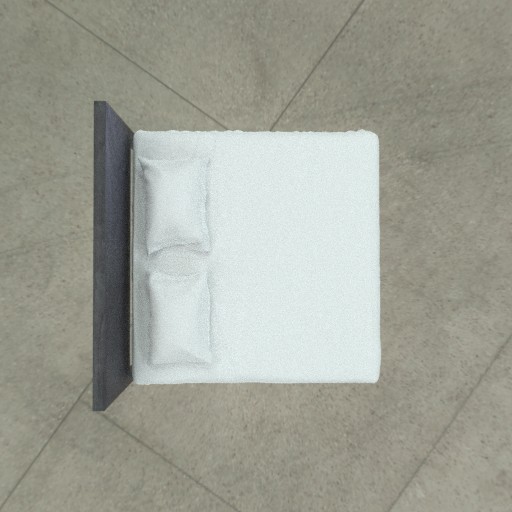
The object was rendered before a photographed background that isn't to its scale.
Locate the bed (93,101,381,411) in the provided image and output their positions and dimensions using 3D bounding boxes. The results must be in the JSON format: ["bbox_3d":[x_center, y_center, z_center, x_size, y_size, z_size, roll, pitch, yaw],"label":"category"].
[{"bbox_3d":[0.000,0.000,3.465,2.165,1.158,2.255,0,89,-1],"label":"bed"}]
